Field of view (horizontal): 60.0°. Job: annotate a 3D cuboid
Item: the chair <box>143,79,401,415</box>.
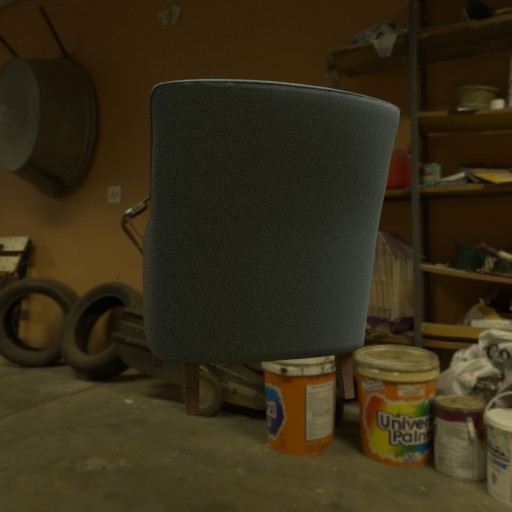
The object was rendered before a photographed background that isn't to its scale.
[{"bbox_3d":[0.000,0.000,1.553,0.756,0.916,0.879,0,0,-16],"label":"chair"}]
